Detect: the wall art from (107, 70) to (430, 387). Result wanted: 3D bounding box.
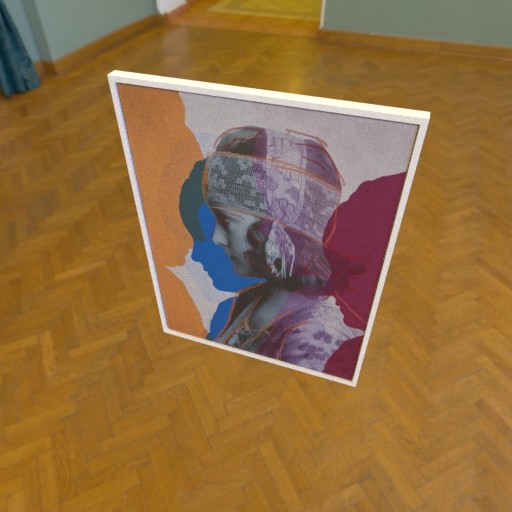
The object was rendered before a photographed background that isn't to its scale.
[{"bbox_3d":[0.000,0.000,1.405,0.795,1.050,0.039,13,44,14],"label":"wall art"}]
